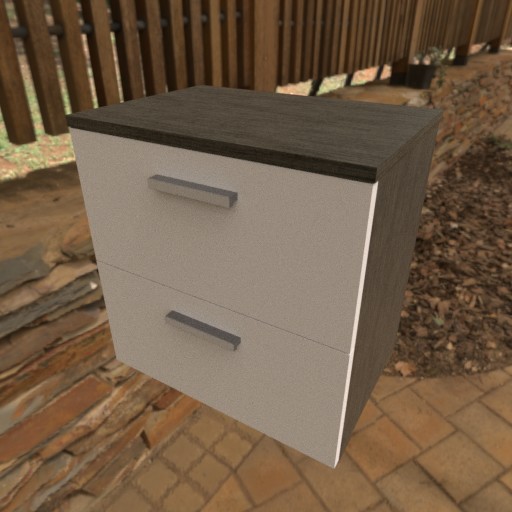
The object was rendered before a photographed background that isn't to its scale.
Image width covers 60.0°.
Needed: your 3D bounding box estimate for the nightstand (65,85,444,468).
[{"bbox_3d":[0.000,0.000,0.736,0.441,0.460,0.325,17,33,27],"label":"nightstand"}]
